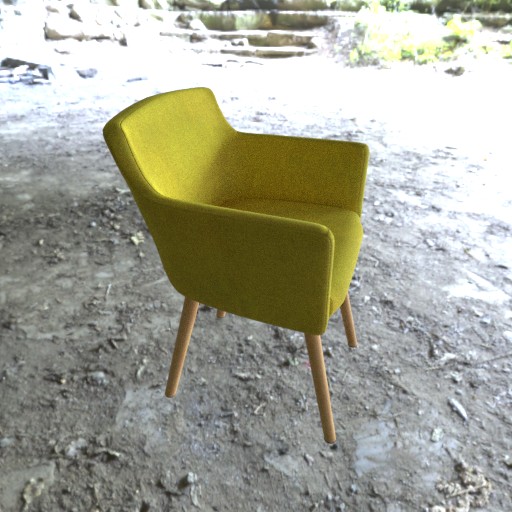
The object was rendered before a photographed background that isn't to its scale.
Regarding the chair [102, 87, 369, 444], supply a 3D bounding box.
[{"bbox_3d":[0.000,0.000,1.173,0.570,0.780,0.570,10,32,16],"label":"chair"}]
